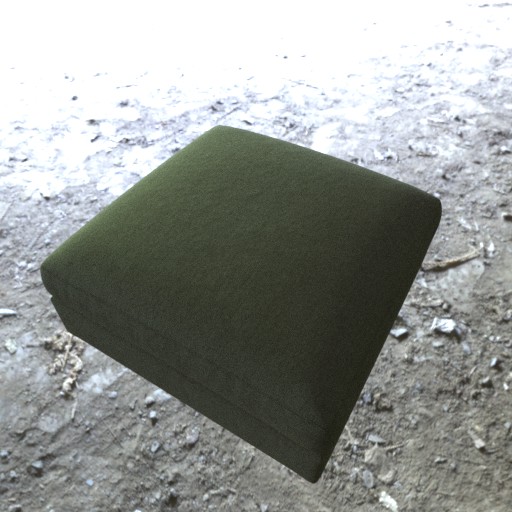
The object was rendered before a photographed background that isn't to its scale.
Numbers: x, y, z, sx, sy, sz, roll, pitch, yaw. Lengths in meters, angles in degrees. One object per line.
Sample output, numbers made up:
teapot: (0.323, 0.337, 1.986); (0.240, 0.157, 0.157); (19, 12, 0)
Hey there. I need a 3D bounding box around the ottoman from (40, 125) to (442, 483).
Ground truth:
ottoman: (0.000, 0.000, 1.587); (1.041, 0.470, 1.041); (24, 51, 21)
